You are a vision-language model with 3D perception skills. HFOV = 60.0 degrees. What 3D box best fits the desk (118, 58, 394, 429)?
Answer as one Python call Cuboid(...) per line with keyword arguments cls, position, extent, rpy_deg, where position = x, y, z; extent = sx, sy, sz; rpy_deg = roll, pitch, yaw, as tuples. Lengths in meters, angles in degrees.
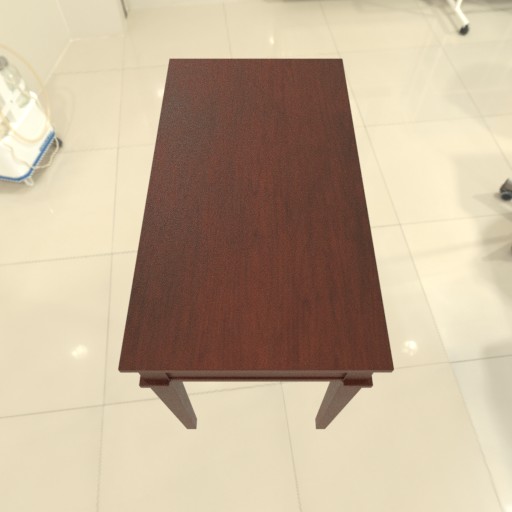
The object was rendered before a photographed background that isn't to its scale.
Cuboid(cls="desk", position=(0.000, 0.000, 1.465), extent=(0.549, 0.762, 1.001), rpy_deg=(0, 58, 0))
